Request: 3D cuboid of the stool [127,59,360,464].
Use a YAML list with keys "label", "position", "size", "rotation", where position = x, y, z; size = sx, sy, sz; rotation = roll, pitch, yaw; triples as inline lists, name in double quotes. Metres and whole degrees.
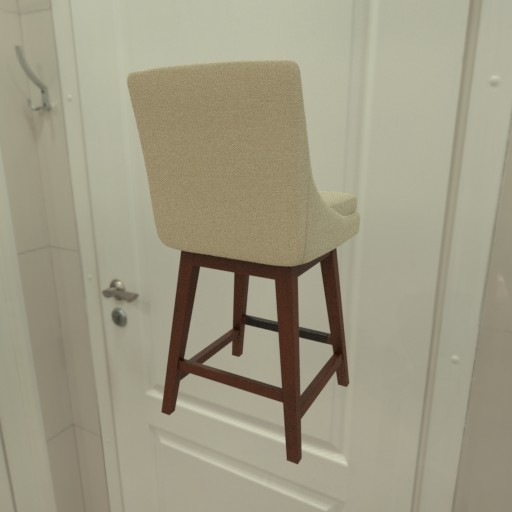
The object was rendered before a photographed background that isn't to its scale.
- label: "stool"
  position: [0.000, 0.000, 1.306]
  size: [0.469, 0.991, 0.559]
  rotation: [9, 18, 28]
